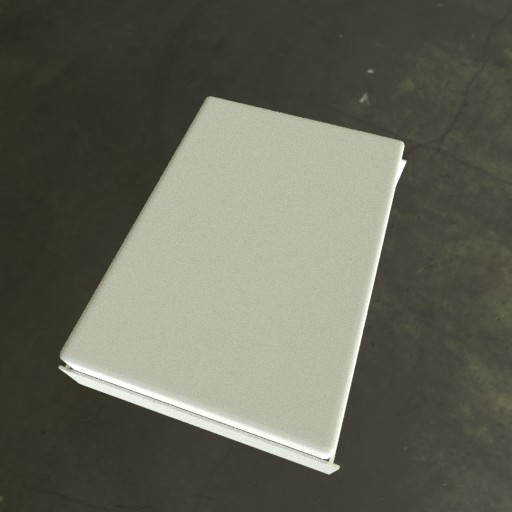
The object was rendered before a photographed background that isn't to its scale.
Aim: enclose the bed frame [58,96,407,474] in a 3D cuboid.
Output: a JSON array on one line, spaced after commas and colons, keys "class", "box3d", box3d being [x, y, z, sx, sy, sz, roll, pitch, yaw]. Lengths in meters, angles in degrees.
[{"class": "bed frame", "box3d": [0.000, 0.000, 2.639, 1.445, 0.497, 1.945, 16, 61, 9]}]
